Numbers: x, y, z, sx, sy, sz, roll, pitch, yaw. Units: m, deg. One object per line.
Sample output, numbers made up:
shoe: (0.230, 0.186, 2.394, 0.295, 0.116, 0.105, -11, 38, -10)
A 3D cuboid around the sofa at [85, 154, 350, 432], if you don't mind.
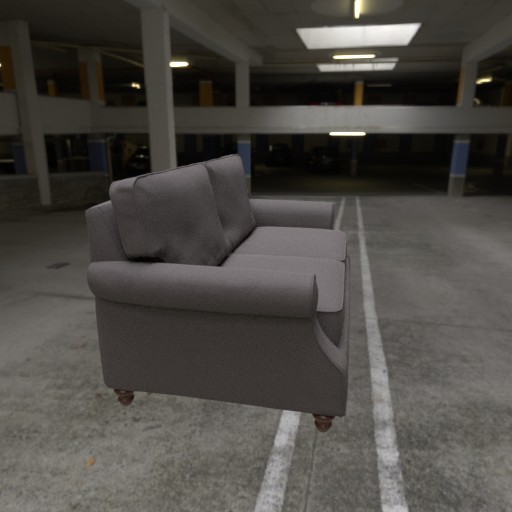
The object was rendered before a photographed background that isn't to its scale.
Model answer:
sofa: (0.000, 0.000, 2.258, 0.964, 0.937, 1.665, 3, 16, 11)
